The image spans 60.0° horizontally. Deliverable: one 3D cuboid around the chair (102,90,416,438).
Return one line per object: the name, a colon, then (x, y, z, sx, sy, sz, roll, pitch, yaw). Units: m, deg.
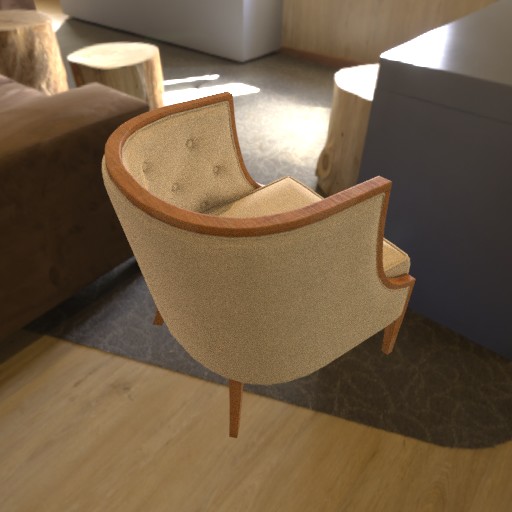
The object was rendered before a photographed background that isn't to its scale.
chair: (0.000, 0.000, 1.384, 0.757, 0.775, 0.711, -24, 46, -26)
